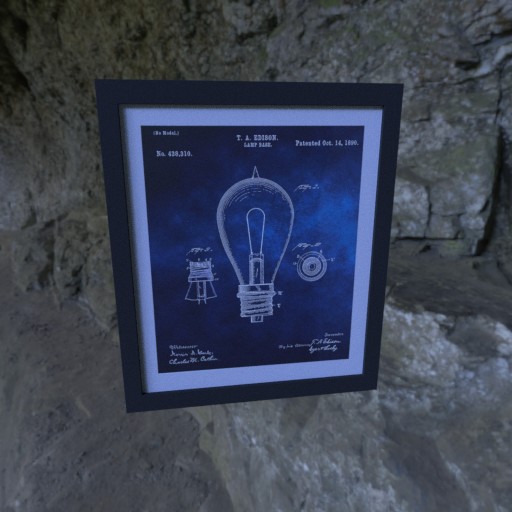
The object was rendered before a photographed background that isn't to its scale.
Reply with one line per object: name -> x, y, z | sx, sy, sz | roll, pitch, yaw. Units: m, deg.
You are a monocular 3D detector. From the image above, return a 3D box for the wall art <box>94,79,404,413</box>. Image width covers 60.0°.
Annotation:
wall art -> 0.000, 0.000, 0.688 | 0.428, 0.505, 0.023 | -3, 17, -9
